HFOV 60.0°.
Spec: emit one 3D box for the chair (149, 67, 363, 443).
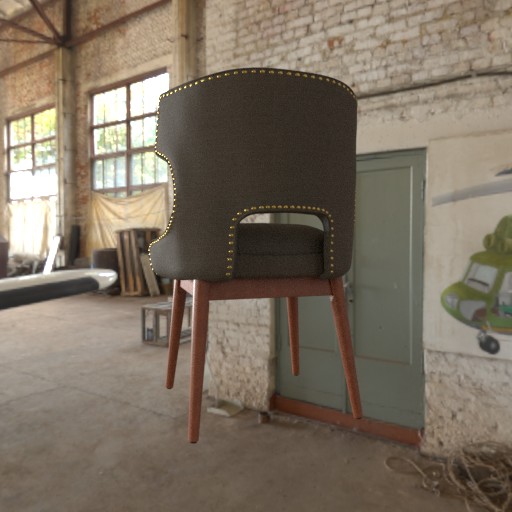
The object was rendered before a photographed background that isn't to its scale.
[{"bbox_3d":[0.000,0.000,1.280,0.595,0.863,0.581,-1,2,-19],"label":"chair"}]
